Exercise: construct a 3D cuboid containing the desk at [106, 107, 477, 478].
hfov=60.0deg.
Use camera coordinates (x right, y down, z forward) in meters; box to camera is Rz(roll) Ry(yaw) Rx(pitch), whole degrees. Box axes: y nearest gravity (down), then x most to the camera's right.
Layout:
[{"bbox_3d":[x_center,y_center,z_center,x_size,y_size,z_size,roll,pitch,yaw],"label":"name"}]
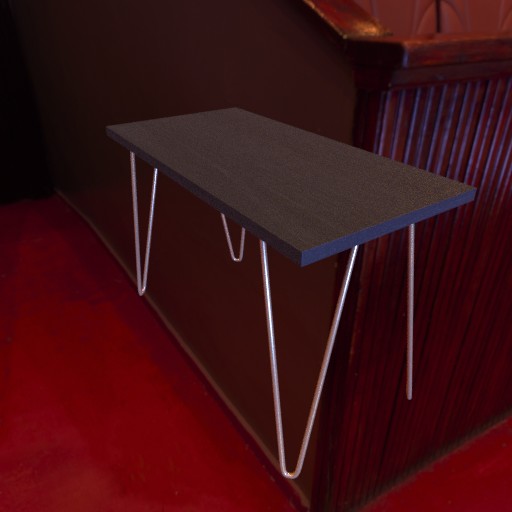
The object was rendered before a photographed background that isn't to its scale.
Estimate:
[{"bbox_3d":[0.000,0.000,1.372,0.499,0.660,0.991,-19,36,-29],"label":"desk"}]
